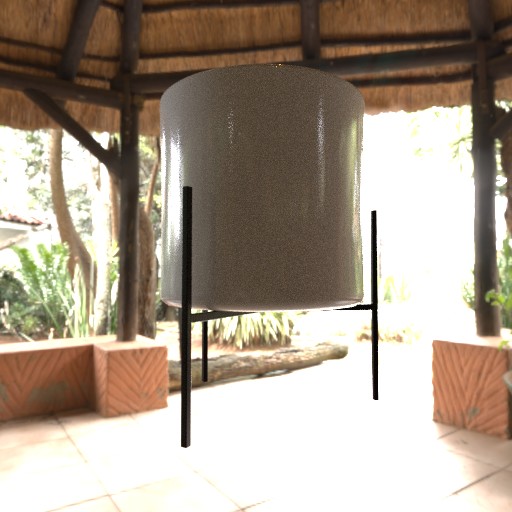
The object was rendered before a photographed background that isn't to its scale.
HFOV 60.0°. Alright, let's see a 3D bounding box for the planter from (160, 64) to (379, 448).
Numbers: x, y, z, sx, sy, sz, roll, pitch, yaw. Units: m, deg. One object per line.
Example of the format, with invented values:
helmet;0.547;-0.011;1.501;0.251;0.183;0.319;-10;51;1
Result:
planter;0.000;0.000;0.732;0.360;0.480;0.361;2;-3;-35
